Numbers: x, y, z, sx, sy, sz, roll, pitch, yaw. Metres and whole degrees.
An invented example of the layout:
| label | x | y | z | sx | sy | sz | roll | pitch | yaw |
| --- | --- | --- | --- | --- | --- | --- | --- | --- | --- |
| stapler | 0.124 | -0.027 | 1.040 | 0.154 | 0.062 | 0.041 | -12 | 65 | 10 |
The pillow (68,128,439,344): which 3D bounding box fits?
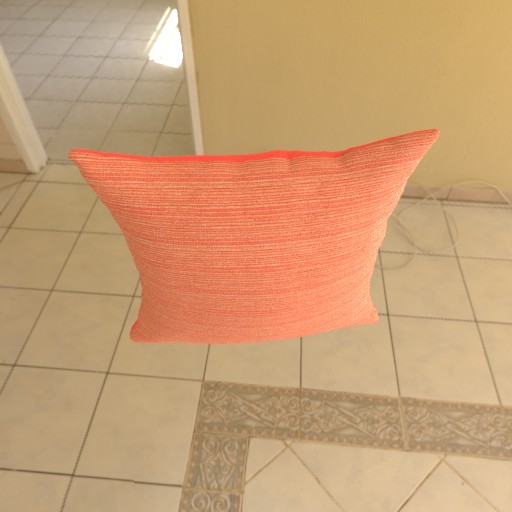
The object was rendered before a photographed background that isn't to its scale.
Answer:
| label | x | y | z | sx | sy | sz | roll | pitch | yaw |
| --- | --- | --- | --- | --- | --- | --- | --- | --- | --- |
| pillow | 0.000 | 0.000 | 0.815 | 0.559 | 0.501 | 0.229 | -4 | 48 | -3 |
